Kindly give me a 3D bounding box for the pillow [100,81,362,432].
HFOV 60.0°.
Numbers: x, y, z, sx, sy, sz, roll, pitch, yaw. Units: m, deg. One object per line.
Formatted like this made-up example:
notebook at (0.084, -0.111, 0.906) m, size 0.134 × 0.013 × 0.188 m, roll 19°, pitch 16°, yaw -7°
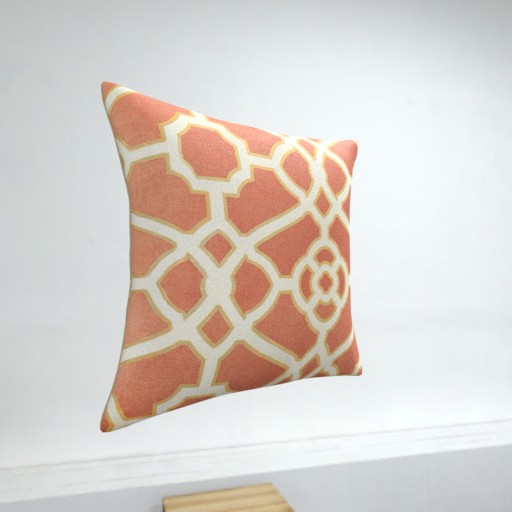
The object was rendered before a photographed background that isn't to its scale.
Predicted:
pillow at (0.000, 0.000, 0.798) m, size 0.552 × 0.508 × 0.166 m, roll 1°, pitch -1°, yaw -36°
